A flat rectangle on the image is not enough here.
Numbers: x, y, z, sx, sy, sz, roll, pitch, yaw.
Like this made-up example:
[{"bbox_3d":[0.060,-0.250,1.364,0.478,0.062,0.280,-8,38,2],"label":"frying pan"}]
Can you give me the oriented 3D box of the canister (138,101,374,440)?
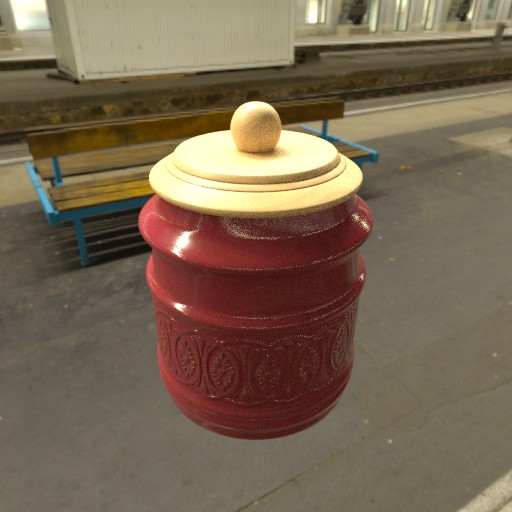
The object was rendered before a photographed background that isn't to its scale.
[{"bbox_3d":[0.000,0.000,0.265,0.130,0.176,0.130,0,30,0],"label":"canister"}]
